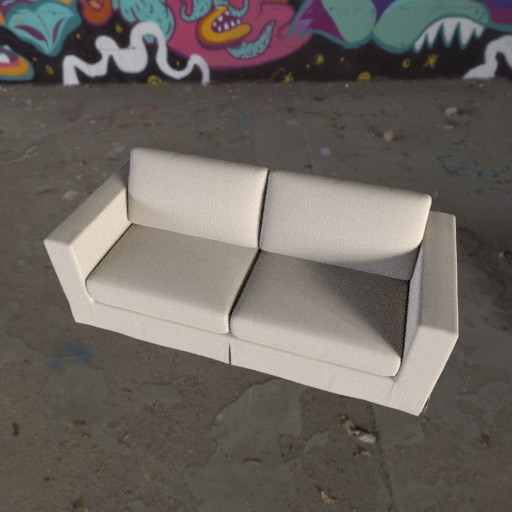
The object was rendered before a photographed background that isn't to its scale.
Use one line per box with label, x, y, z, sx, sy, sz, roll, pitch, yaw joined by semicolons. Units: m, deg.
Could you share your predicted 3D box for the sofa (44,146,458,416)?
sofa;0.000;0.000;2.620;2.163;0.881;0.954;12;43;13
